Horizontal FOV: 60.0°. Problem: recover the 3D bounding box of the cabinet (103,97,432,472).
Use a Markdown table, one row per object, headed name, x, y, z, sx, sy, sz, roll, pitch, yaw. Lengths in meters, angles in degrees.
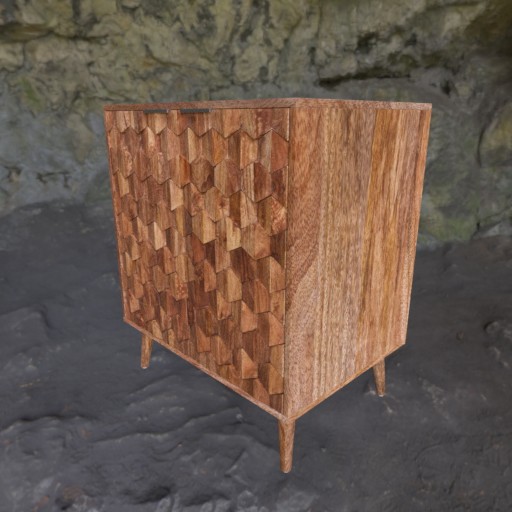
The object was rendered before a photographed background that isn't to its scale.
| name | x | y | z | sx | sy | sz | roll | pitch | yaw |
| --- | --- | --- | --- | --- | --- | --- | --- | --- | --- |
| cabinet | 0.000 | 0.000 | 1.170 | 0.473 | 0.758 | 0.647 | -16 | 24 | -42 |
